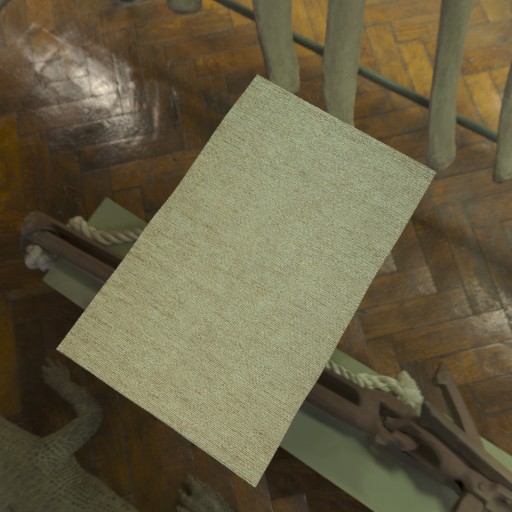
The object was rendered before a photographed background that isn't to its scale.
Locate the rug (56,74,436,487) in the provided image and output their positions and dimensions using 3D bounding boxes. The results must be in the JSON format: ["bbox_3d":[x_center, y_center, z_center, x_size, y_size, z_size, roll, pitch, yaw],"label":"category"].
[{"bbox_3d":[0.000,0.000,3.026,1.533,0.011,2.439,31,77,8],"label":"rug"}]
